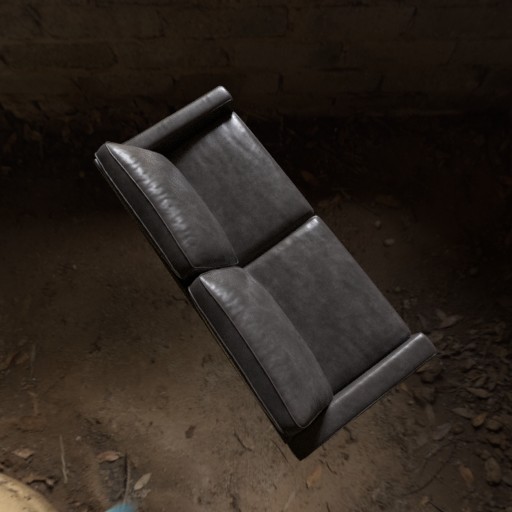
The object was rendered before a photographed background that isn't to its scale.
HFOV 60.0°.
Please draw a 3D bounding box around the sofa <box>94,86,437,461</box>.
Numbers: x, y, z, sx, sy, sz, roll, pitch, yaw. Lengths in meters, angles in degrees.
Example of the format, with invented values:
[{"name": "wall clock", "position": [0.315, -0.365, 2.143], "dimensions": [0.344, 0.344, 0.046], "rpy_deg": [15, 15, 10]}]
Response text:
[{"name": "sofa", "position": [0.000, 0.000, 2.620], "dimensions": [0.939, 0.916, 2.081], "rpy_deg": [-34, 77, -9]}]
